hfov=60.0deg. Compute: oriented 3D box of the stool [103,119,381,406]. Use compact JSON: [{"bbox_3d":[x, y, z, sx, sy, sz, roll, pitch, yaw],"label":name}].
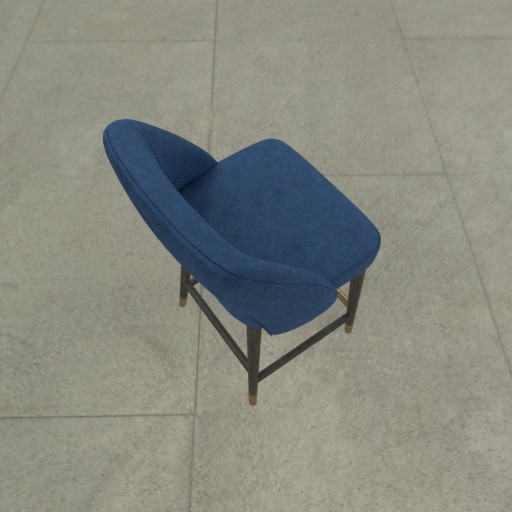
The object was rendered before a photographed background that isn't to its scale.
[{"bbox_3d":[0.000,0.000,1.218,0.524,0.925,0.536,-32,63,-18],"label":"stool"}]
